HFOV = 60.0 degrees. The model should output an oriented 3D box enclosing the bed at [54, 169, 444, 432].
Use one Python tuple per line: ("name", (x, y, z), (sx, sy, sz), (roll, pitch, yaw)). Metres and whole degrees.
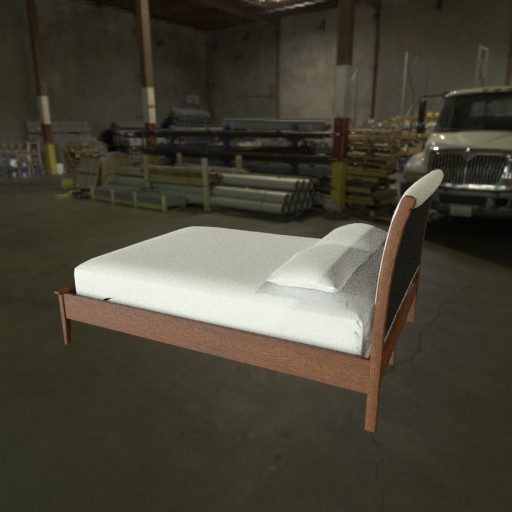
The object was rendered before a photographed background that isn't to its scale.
("bed", (0.000, 0.000, 3.267), (2.380, 1.250, 1.612), (8, 18, 25))
